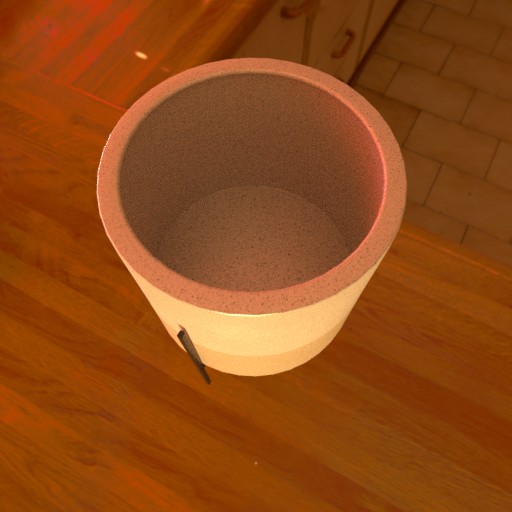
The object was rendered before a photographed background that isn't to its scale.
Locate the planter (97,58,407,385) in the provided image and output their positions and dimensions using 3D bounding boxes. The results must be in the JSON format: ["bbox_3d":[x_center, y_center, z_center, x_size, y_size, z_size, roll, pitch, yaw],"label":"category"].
[{"bbox_3d":[0.000,0.000,0.728,0.368,0.484,0.359,-2,65,-1],"label":"planter"}]
